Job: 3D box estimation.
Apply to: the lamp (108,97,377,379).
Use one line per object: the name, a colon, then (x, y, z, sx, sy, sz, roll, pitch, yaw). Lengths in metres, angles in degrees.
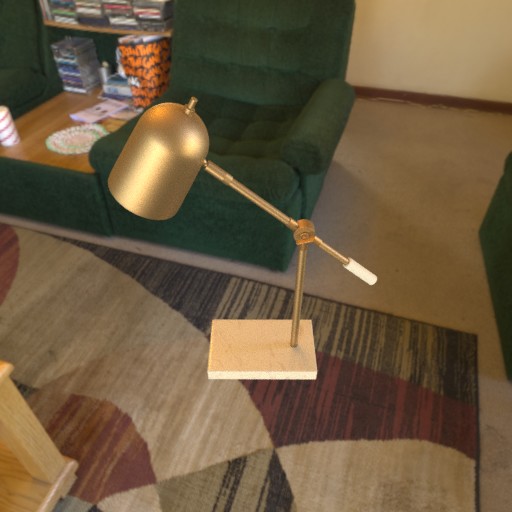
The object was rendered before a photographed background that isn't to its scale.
lamp: (0.000, 0.000, 0.827, 0.471, 0.603, 0.144, 0, 42, 0)
